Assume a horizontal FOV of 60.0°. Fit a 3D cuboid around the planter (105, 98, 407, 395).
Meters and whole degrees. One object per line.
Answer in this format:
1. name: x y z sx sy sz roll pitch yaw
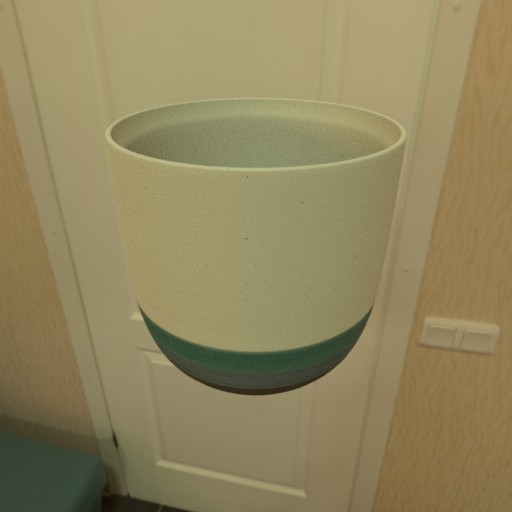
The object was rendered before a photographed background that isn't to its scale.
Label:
1. planter: 0.000 0.000 0.364 0.204 0.214 0.204 0 29 0
